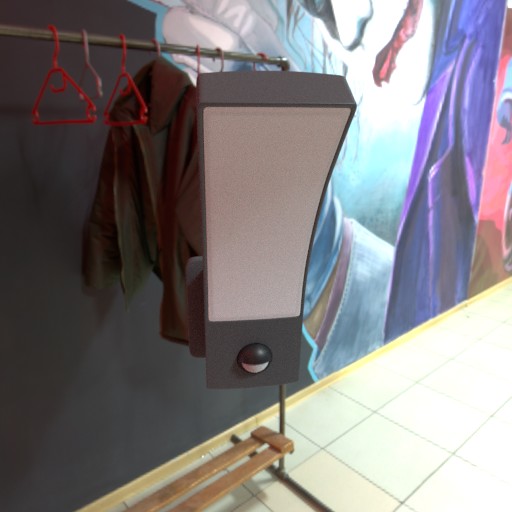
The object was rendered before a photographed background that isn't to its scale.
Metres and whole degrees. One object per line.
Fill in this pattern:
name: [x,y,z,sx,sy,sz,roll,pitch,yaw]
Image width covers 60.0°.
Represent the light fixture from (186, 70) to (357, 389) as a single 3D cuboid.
light fixture: [0.000,0.000,0.333,0.108,0.243,0.174,-2,16,-8]
